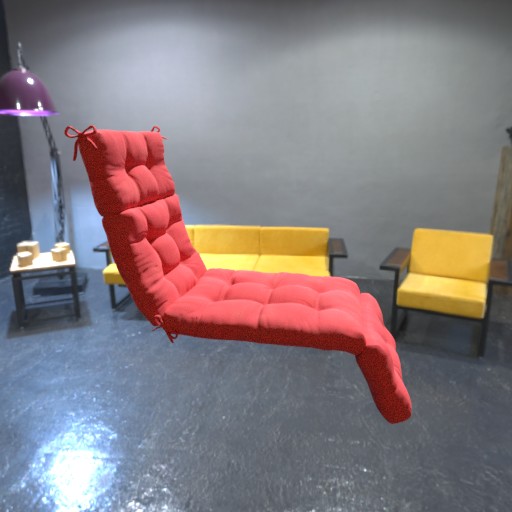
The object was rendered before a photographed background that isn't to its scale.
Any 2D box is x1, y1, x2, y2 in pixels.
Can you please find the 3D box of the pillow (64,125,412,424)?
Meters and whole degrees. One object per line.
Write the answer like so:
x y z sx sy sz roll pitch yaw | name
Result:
0.000 0.000 1.502 1.016 0.863 0.526 3 15 10 | pillow
